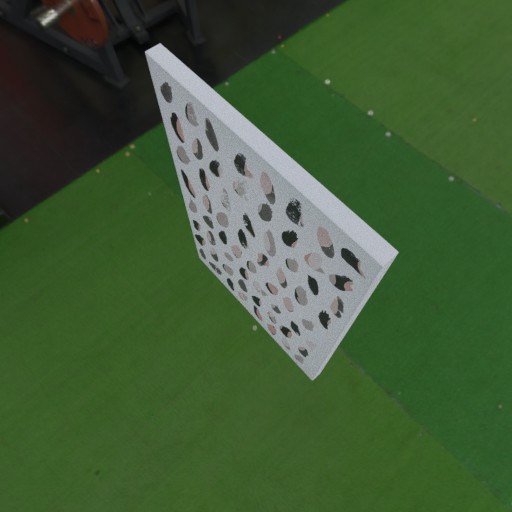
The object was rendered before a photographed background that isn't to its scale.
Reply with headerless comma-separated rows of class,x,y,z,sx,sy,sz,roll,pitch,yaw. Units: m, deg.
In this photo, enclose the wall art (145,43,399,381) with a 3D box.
wall art,0.000,0.000,1.173,0.037,0.916,0.610,-38,70,-17
